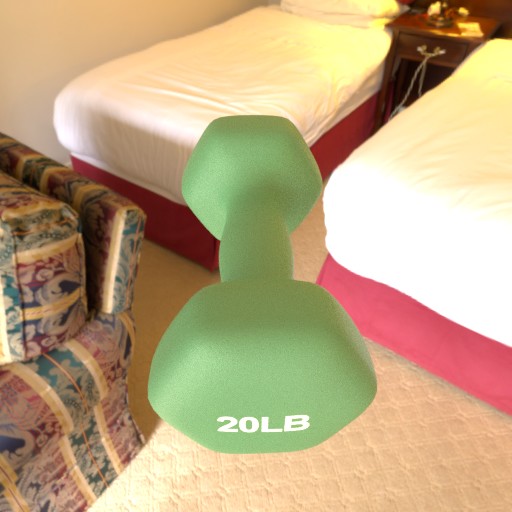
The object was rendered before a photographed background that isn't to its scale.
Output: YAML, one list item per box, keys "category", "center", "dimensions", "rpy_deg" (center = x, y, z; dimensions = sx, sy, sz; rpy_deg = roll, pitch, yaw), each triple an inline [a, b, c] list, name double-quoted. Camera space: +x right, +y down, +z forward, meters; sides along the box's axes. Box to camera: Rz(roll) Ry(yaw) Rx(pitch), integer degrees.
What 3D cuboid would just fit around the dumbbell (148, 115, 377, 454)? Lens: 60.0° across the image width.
- category: "dumbbell"
  center: [0.000, 0.000, 0.319]
  dimensions: [0.126, 0.114, 0.257]
  rpy_deg: [-1, 42, -1]
